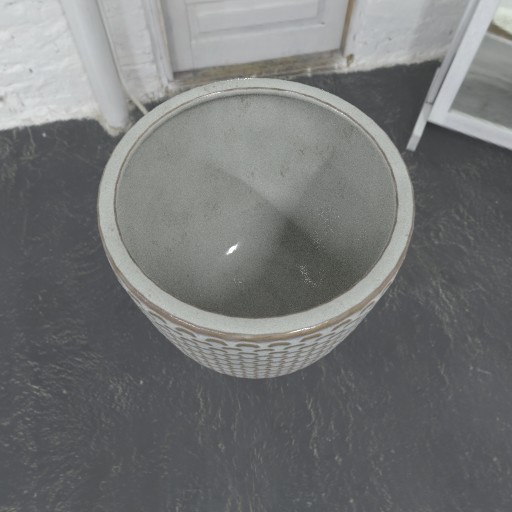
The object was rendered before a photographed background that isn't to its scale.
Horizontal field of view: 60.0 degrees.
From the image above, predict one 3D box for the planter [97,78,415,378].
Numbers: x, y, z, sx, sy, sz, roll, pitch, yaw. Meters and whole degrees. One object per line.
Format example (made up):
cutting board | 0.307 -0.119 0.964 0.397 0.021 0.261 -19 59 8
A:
planter | 0.000 0.000 0.249 0.139 0.130 0.139 0 62 0
